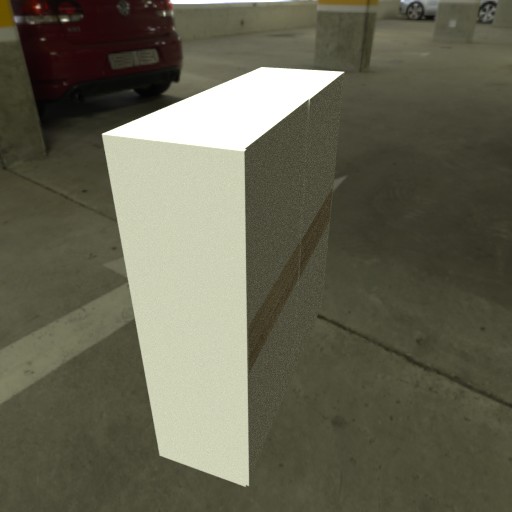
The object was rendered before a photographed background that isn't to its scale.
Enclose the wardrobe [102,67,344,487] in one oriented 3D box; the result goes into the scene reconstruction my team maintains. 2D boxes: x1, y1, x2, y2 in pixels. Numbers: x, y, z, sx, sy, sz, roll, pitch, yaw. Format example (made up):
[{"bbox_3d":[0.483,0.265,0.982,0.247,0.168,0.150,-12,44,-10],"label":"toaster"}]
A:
[{"bbox_3d":[0.000,0.000,2.897,0.600,2.020,1.830,11,33,18],"label":"wardrobe"}]
